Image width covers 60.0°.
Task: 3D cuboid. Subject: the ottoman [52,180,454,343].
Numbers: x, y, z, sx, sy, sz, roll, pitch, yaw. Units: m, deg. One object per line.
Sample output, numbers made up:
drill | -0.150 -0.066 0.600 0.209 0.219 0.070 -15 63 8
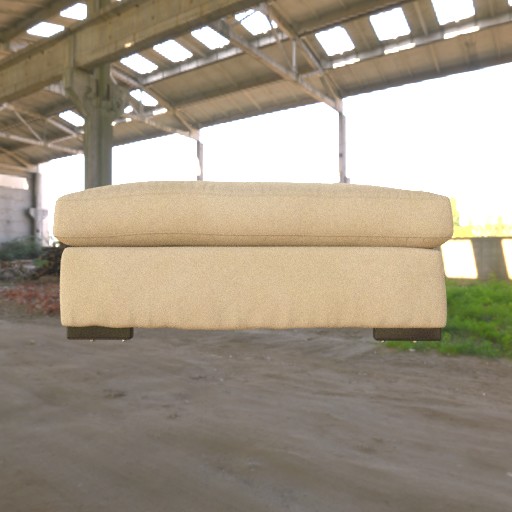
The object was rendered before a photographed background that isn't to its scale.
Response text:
ottoman | 0.000 0.000 1.871 1.190 0.522 1.205 0 -1 1
